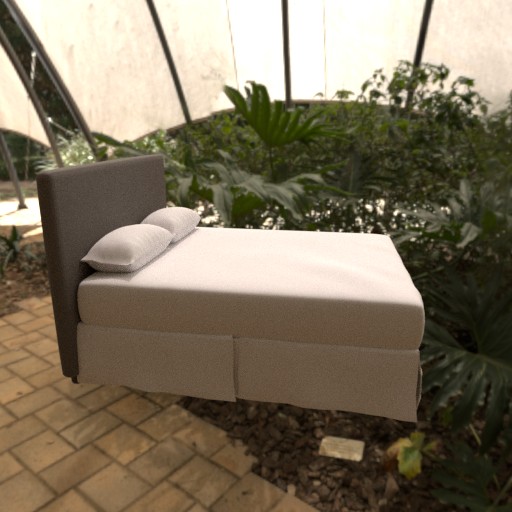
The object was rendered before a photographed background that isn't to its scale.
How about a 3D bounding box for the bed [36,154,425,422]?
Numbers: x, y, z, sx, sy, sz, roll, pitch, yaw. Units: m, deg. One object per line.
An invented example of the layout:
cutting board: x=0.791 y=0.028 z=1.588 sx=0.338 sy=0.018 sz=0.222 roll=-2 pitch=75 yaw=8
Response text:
bed: x=0.000 y=0.000 z=3.170 sx=2.142 sy=1.330 sz=1.723 roll=3 pitch=16 yaw=9
